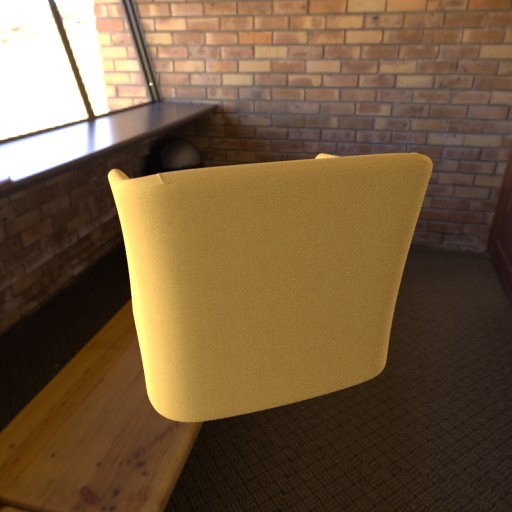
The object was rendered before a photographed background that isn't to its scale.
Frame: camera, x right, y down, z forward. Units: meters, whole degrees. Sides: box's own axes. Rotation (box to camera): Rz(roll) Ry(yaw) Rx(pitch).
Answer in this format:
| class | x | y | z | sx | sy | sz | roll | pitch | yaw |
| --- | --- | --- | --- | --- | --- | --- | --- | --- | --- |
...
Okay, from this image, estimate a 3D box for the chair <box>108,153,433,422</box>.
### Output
| class | x | y | z | sx | sy | sz | roll | pitch | yaw |
| --- | --- | --- | --- | --- | --- | --- | --- | --- | --- |
| chair | 0.000 | 0.000 | 1.352 | 0.790 | 0.720 | 0.700 | -8 | 26 | -17 |
